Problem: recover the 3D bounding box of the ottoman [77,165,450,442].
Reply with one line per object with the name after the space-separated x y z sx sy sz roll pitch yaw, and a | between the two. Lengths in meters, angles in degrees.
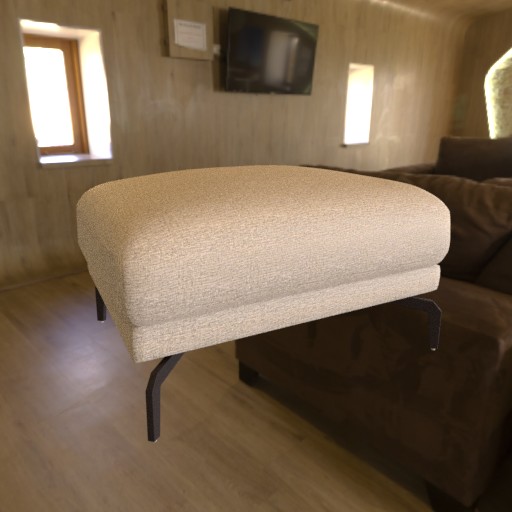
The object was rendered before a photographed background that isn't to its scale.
0.000 0.000 1.089 0.772 0.420 0.568 -9 19 -26 | ottoman
